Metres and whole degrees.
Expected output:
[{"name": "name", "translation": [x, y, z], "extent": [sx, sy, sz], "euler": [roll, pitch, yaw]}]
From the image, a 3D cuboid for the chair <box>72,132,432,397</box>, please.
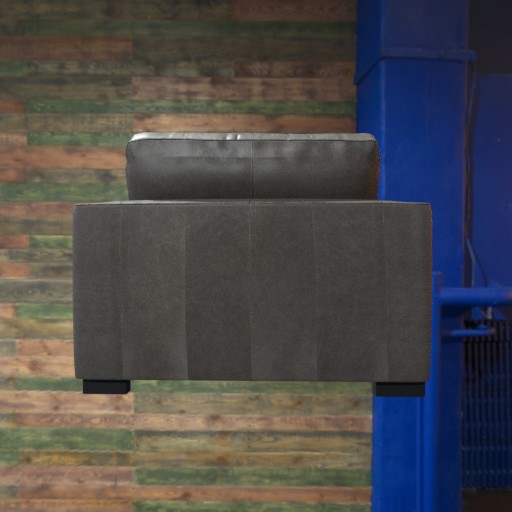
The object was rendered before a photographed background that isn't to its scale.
[{"name": "chair", "translation": [0.000, 0.000, 1.817], "extent": [1.106, 0.807, 1.080], "euler": [0, 1, 2]}]
